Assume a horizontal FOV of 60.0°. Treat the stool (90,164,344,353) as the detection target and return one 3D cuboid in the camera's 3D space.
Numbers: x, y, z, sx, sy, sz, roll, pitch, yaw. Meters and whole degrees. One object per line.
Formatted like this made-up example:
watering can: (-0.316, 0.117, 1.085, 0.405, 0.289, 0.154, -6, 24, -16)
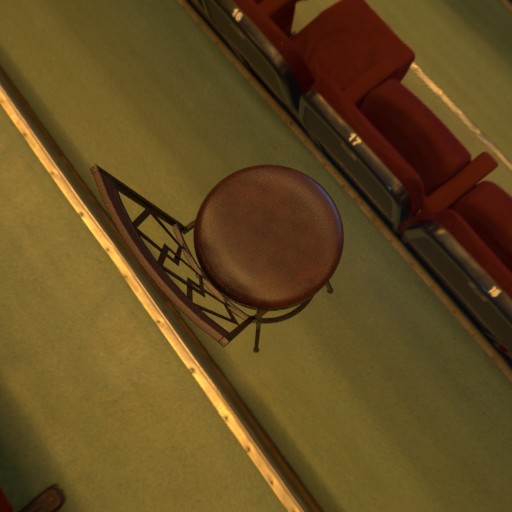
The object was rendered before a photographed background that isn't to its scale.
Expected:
stool: (0.000, 0.000, 1.365, 0.521, 1.134, 0.432, -37, 78, -9)
